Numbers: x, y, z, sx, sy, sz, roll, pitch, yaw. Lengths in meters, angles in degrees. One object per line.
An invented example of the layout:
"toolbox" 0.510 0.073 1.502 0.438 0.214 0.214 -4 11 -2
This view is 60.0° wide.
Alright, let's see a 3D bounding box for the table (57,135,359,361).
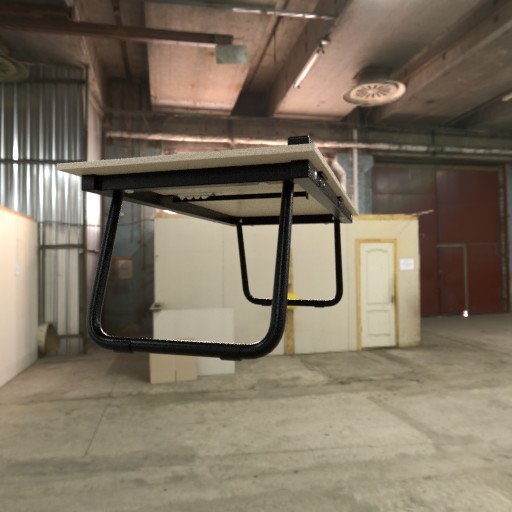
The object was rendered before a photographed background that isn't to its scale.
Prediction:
"table" 0.000 0.000 0.807 0.322 0.242 0.644 0 -1 17
